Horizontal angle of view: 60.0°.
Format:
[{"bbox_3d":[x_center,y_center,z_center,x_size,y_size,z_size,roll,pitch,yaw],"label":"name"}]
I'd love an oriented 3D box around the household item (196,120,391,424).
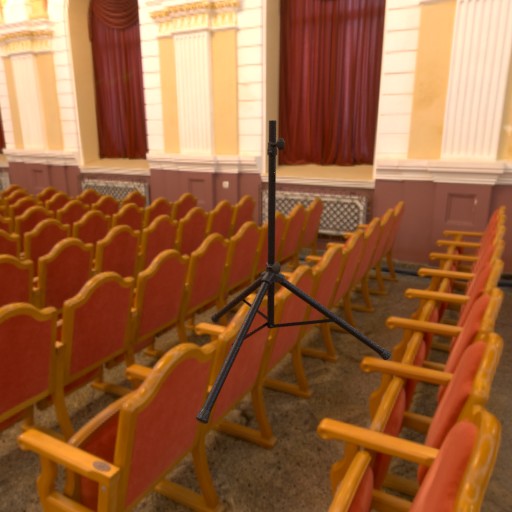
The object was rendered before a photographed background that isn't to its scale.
[{"bbox_3d":[0.000,0.000,1.927,1.045,1.136,0.907,8,17,28],"label":"household item"}]
